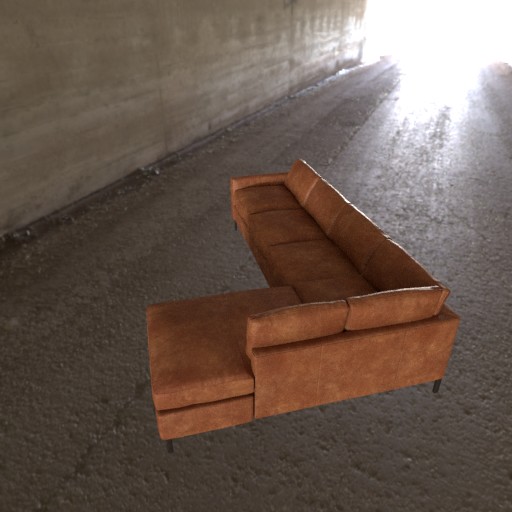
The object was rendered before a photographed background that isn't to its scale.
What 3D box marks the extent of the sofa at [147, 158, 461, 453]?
[{"bbox_3d":[0.000,0.000,3.899,1.938,0.877,2.984,-7,31,-13],"label":"sofa"}]
